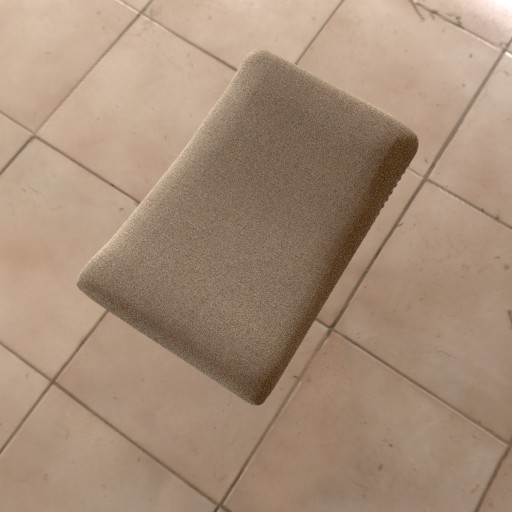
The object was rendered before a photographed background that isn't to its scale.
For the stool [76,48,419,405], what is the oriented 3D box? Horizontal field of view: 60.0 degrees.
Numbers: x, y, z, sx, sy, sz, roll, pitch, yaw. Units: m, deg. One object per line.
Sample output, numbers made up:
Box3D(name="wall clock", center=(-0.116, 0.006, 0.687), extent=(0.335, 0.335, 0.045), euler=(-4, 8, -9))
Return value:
Box3D(name="stool", center=(0.000, 0.000, 0.979), extent=(0.363, 0.669, 0.509), euler=(32, 78, 7))
